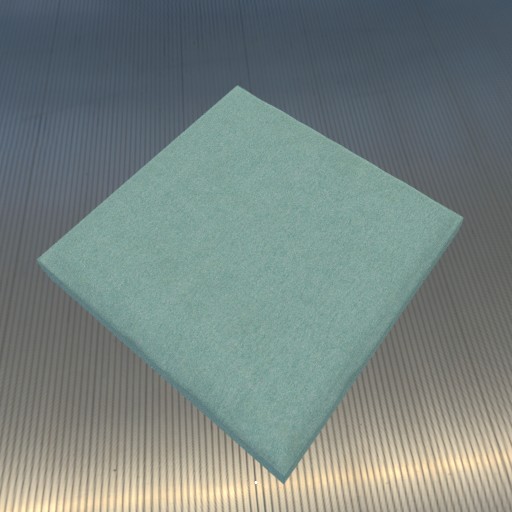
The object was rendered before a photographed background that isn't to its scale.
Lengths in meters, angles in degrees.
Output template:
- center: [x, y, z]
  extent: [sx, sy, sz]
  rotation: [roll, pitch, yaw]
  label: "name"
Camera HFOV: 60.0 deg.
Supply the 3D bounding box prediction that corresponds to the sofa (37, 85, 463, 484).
- center: [0.000, 0.000, 1.427]
  extent: [0.930, 0.330, 0.930]
  rotation: [36, 68, 17]
  label: "sofa"
